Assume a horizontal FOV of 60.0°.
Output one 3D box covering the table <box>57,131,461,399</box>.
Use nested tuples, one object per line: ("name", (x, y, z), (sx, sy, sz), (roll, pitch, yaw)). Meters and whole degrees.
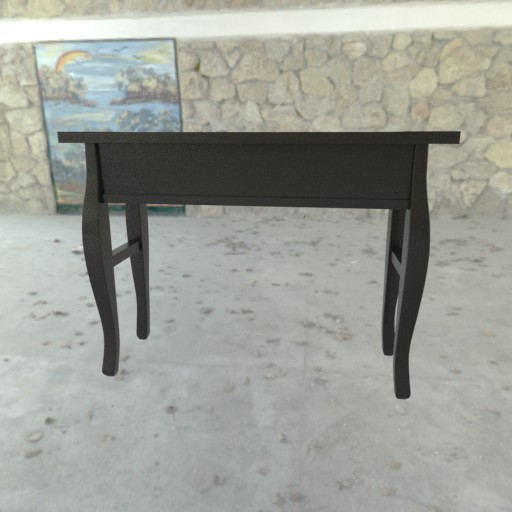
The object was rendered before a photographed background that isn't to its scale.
("table", (0.000, 0.000, 1.424), (1.062, 0.768, 0.373), (2, 15, 8))
